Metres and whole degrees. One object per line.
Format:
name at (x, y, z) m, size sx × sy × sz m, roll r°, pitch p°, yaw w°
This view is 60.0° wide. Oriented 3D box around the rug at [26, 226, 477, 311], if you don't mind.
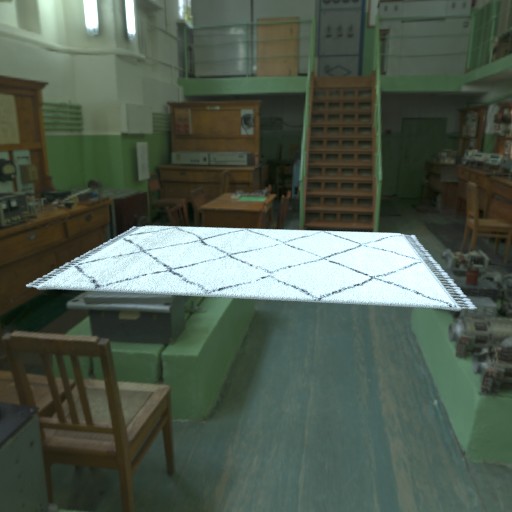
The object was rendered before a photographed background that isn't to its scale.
rug at (0.000, 0.000, 2.900) m, size 2.307 × 0.031 × 1.494 m, roll 2°, pitch 16°, yaw 7°
